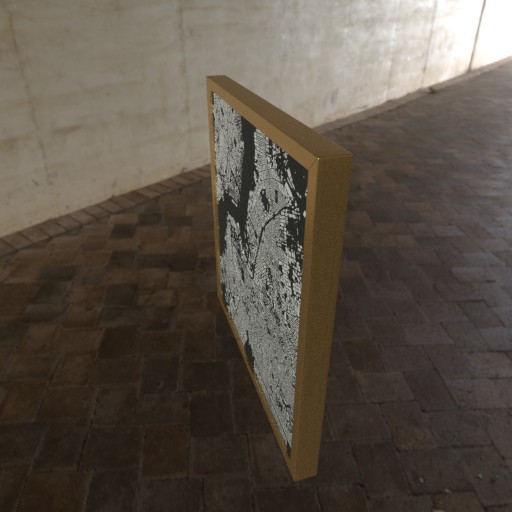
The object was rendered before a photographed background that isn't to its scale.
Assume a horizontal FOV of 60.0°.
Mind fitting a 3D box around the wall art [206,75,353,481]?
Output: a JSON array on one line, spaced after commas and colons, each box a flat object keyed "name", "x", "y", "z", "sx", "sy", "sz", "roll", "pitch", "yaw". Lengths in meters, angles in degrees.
[{"name": "wall art", "x": 0.000, "y": 0.000, "z": 0.457, "sx": 0.023, "sy": 0.305, "sz": 0.305, "roll": -9, "pitch": 32, "yaw": -15}]
